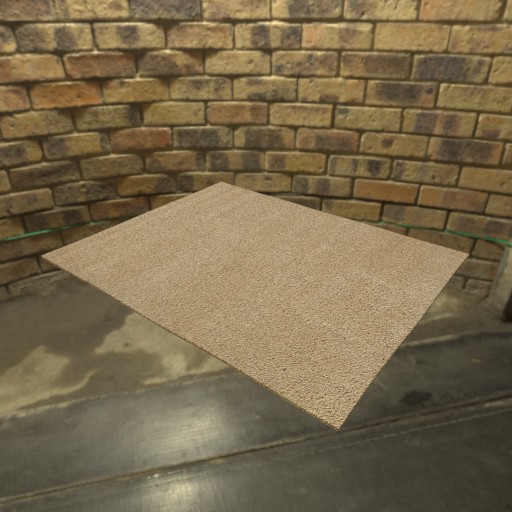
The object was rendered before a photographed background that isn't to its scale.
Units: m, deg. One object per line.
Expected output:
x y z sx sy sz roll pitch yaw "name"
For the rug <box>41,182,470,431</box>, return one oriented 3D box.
0.000 0.000 3.972 3.000 0.025 2.400 21 36 32 "rug"
